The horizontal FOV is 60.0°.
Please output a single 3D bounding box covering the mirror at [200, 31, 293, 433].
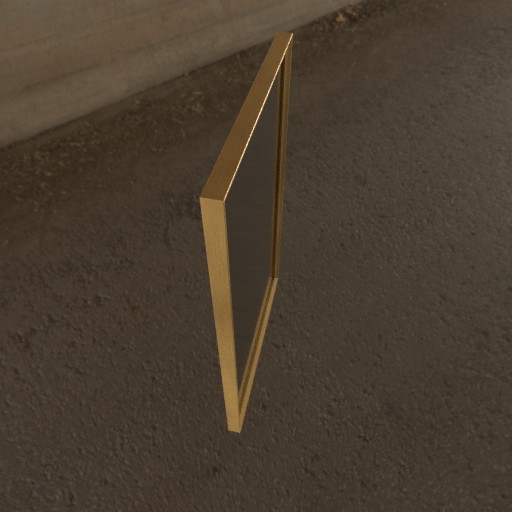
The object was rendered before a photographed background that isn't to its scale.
[{"bbox_3d":[0.000,0.000,1.185,0.041,0.915,0.609,10,49,8],"label":"mirror"}]
